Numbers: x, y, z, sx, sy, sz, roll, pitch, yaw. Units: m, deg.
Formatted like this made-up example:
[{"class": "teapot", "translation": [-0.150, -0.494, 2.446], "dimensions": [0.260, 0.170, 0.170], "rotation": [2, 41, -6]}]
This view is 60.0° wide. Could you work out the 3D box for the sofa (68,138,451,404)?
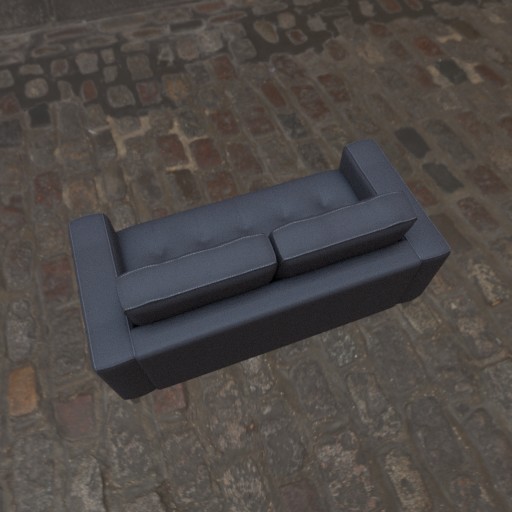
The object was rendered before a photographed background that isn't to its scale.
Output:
[{"class": "sofa", "translation": [0.000, 0.000, 2.296], "dimensions": [1.726, 0.893, 0.833], "rotation": [-17, 60, -10]}]
